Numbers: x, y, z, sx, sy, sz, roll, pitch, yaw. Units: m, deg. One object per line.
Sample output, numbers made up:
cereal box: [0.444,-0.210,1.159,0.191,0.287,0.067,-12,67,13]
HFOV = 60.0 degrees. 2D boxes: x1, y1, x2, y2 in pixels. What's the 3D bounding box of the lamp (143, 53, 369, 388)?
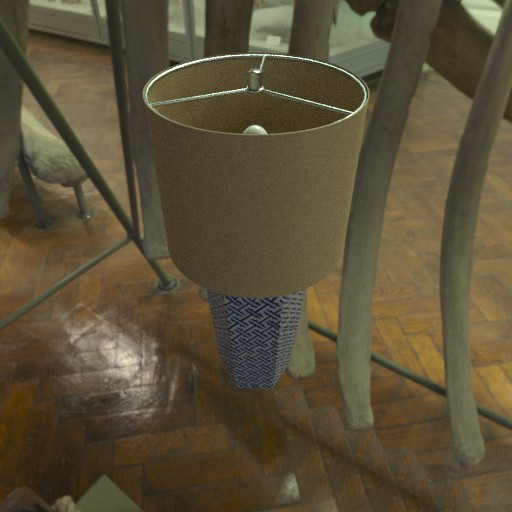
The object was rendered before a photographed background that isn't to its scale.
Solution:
lamp: [0.000,0.000,0.844,0.320,0.682,0.320,25,46,27]
